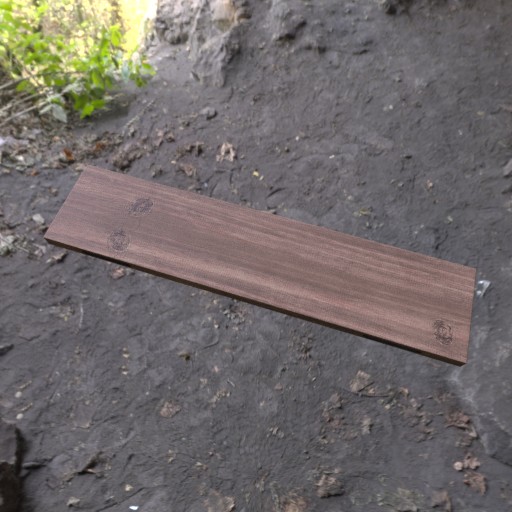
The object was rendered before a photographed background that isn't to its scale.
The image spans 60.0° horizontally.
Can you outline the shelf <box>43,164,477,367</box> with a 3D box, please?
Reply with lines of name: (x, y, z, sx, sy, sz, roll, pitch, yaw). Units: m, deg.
shelf: (0.000, 0.000, 0.646, 0.610, 0.020, 0.140, 16, 65, 8)
